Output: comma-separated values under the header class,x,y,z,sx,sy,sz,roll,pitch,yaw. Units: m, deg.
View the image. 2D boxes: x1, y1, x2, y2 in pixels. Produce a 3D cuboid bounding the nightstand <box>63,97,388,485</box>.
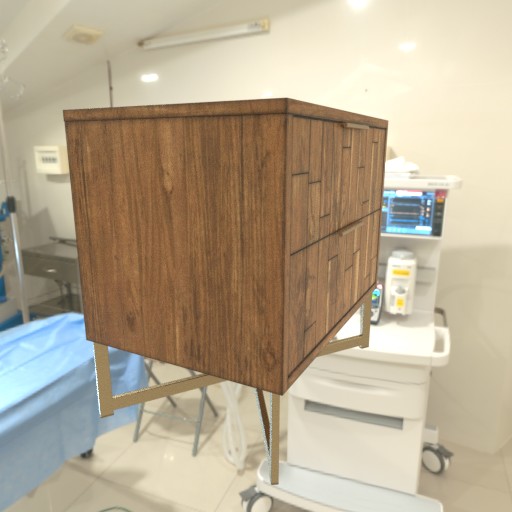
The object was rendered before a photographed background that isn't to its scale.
class,x,y,z,sx,sy,sz,roll,pitch,yaw
nightstand,0.000,0.000,1.010,0.446,0.610,0.610,7,16,27
